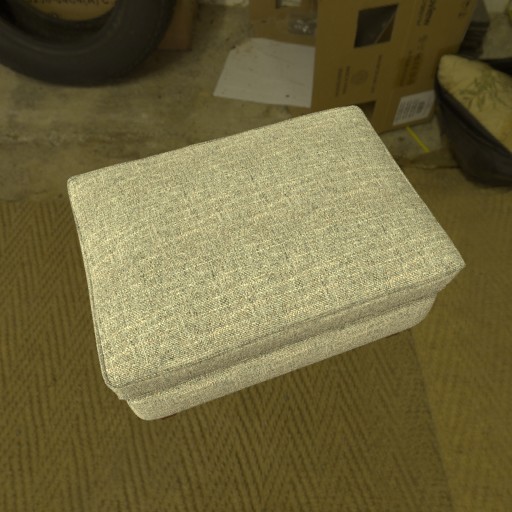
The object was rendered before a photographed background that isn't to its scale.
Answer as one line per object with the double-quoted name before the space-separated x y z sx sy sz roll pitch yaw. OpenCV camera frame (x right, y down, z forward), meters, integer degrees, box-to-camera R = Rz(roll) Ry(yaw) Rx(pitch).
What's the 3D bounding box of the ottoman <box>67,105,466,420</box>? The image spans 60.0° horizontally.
"ottoman" 0.000 0.000 0.989 0.686 0.406 0.508 -17 61 -10
